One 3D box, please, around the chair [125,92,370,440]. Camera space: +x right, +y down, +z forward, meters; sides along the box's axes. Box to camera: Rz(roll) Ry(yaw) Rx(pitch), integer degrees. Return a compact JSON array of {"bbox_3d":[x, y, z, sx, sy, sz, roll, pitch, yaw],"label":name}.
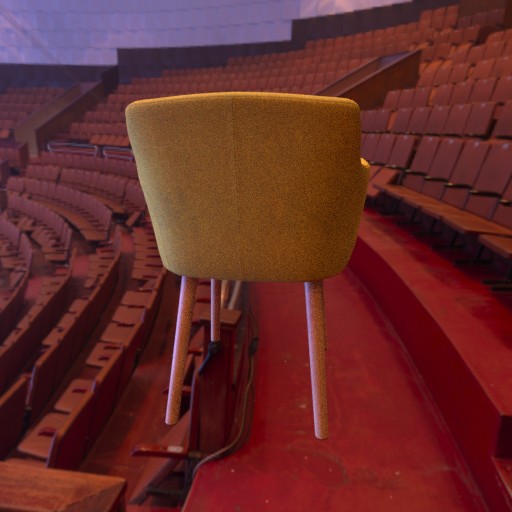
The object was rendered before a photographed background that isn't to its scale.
[{"bbox_3d":[0.000,0.000,1.180,0.570,0.780,0.570,2,16,8],"label":"chair"}]
